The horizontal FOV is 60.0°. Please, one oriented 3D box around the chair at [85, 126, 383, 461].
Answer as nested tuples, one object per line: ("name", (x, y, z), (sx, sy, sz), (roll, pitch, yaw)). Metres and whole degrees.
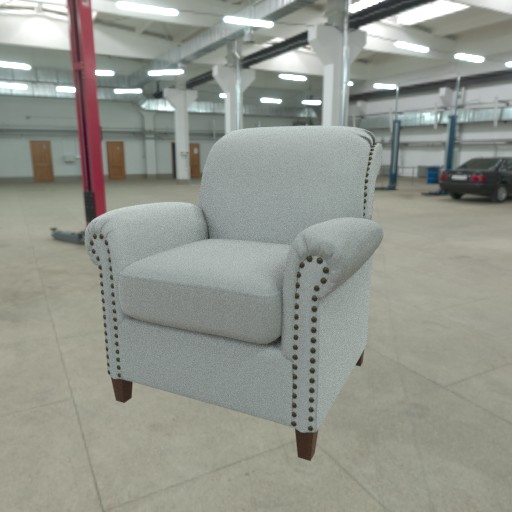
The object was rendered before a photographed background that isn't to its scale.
("chair", (0.000, 0.000, 1.592), (0.854, 0.927, 0.890), (6, 14, 25))
